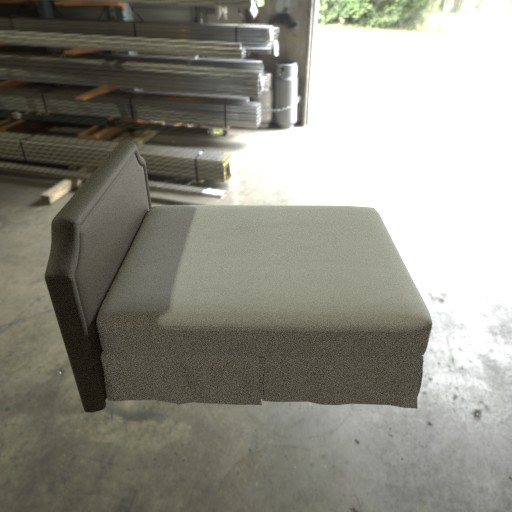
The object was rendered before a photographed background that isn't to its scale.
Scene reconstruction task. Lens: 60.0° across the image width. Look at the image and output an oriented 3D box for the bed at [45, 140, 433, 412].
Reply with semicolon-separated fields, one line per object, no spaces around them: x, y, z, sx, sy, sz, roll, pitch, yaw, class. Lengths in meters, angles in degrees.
0.000;0.000;3.246;2.181;1.297;1.831;0;32;0;bed
